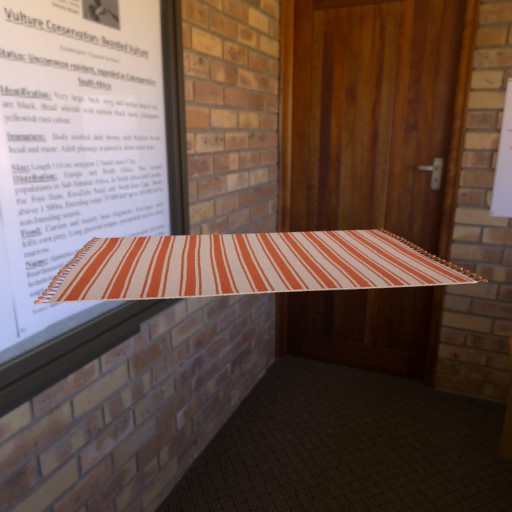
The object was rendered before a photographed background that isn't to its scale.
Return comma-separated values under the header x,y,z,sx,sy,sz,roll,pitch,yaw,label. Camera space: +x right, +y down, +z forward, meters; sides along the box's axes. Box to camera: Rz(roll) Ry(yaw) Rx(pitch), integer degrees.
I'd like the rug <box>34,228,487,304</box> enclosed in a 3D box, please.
x,y,z,sx,sy,sz,roll,pitch,yaw,label
0.000,0.000,2.571,2.092,0.017,1.232,-2,15,-8,rug
